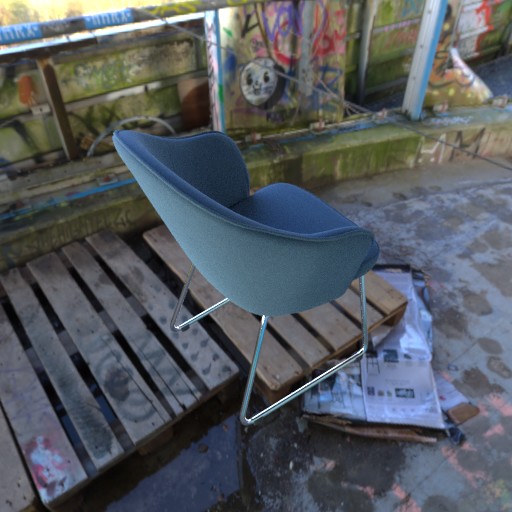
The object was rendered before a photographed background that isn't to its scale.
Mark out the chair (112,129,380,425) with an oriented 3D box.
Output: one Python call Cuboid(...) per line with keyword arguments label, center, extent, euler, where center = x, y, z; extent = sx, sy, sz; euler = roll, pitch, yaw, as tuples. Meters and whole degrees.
Cuboid(label="chair", center=(0.000, 0.000, 1.211), extent=(0.585, 0.815, 0.570), euler=(-26, 48, -26))
